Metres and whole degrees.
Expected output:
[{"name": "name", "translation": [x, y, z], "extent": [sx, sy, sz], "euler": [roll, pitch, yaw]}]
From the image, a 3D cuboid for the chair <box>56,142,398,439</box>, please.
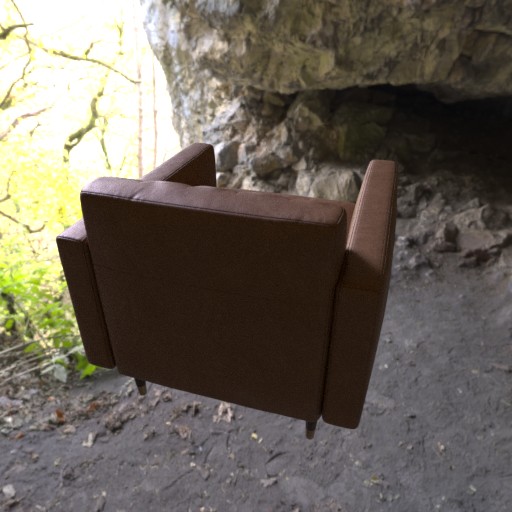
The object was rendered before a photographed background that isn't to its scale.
[{"name": "chair", "translation": [0.000, 0.000, 1.635], "extent": [0.953, 0.819, 0.998], "euler": [9, 32, 15]}]
